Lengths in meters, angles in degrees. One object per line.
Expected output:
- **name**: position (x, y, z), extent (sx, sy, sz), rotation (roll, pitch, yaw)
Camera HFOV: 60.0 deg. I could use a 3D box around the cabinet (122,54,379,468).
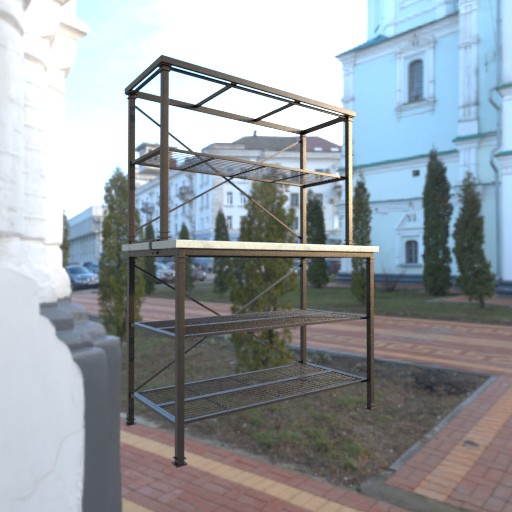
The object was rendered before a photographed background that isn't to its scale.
- **cabinet**: position (0.000, 0.000, 2.298), extent (1.210, 1.659, 0.610), rotation (1, -1, -36)
